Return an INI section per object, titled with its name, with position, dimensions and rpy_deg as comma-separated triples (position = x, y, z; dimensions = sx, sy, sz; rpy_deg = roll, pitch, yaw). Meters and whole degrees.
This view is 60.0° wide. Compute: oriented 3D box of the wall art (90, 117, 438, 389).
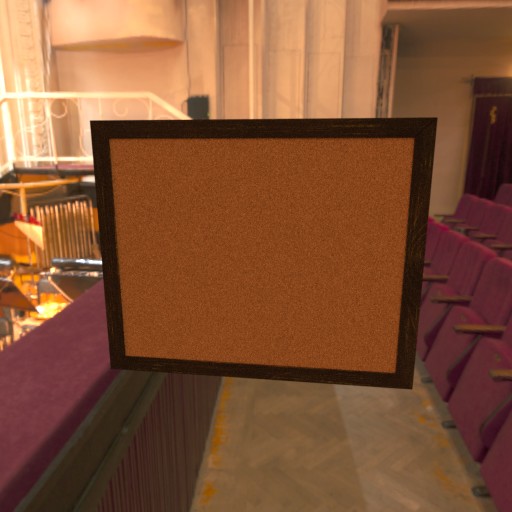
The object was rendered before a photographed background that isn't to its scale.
[wall art]
position = 0.000, 0.000, 0.776
dimensions = 0.558, 0.457, 0.032
rpy_deg = 2, 14, 8
